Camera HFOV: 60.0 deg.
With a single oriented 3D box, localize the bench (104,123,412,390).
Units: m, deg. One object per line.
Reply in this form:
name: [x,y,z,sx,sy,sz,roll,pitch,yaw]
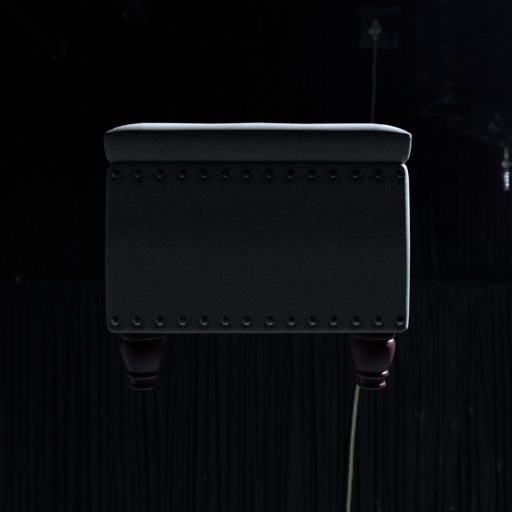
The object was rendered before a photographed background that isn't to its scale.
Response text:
bench: [0.000,0.000,1.151,0.500,0.449,0.887,0,0,0]
